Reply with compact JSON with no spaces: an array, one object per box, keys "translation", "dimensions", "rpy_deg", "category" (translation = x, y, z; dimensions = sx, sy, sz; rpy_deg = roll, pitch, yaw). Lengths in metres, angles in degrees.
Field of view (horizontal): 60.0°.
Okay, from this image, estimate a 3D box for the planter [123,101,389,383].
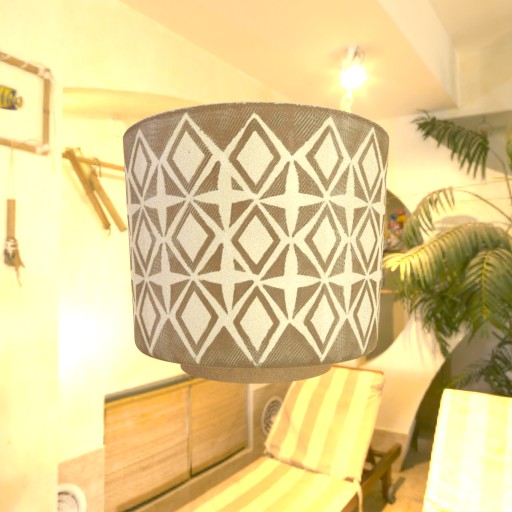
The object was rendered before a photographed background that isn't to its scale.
[{"translation":[0.000,0.000,0.449],"dimensions":[0.260,0.220,0.260],"rpy_deg":[0,-2,0],"category":"planter"}]
